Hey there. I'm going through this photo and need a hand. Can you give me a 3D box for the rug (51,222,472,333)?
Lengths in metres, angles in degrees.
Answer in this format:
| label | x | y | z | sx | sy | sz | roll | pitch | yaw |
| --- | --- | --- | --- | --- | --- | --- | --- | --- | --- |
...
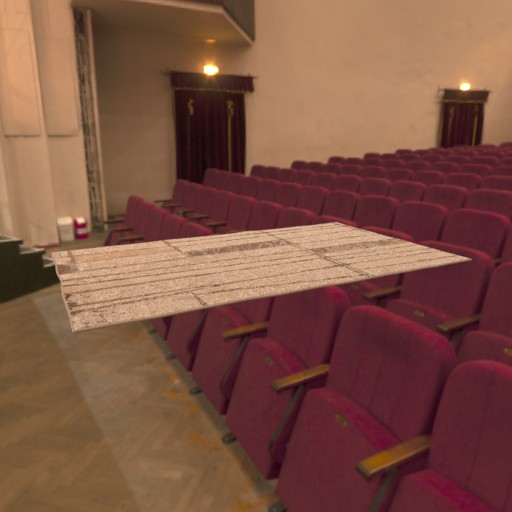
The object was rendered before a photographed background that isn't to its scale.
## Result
| label | x | y | z | sx | sy | sz | roll | pitch | yaw |
| --- | --- | --- | --- | --- | --- | --- | --- | --- | --- |
| rug | 0.000 | 0.000 | 1.057 | 0.867 | 0.007 | 0.515 | -8 | 17 | -26 |
